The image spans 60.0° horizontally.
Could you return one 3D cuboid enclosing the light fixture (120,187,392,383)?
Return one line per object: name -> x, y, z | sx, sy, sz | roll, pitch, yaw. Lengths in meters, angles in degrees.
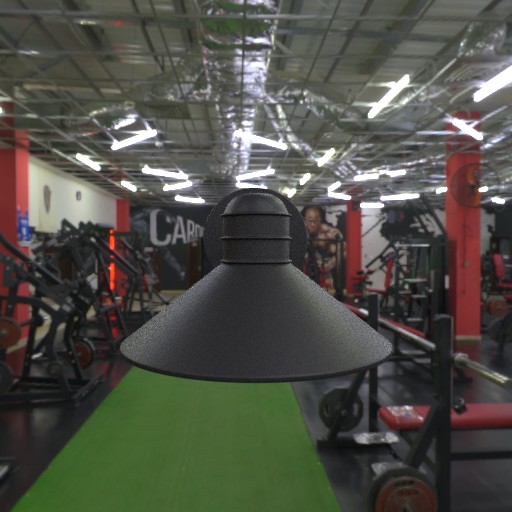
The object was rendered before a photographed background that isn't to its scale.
light fixture -> 0.000, 0.000, 0.690 | 0.396, 0.265, 0.434 | 0, 1, 0
